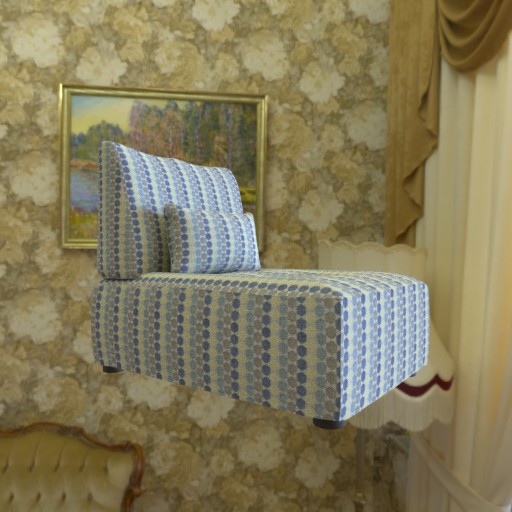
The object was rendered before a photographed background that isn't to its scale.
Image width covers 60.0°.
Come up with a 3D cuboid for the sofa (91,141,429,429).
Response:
[{"bbox_3d":[0.000,0.000,1.576,1.000,0.820,0.700,0,1,37],"label":"sofa"}]
